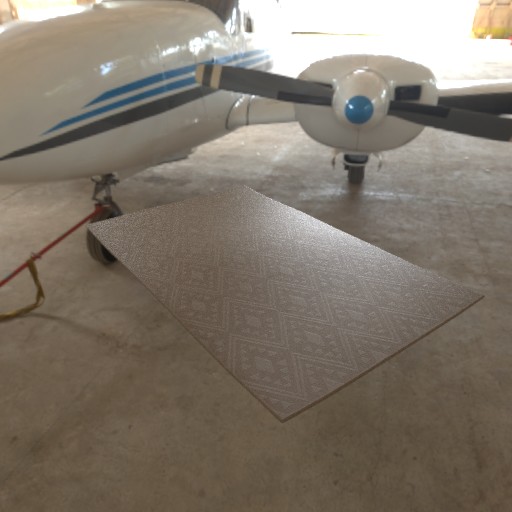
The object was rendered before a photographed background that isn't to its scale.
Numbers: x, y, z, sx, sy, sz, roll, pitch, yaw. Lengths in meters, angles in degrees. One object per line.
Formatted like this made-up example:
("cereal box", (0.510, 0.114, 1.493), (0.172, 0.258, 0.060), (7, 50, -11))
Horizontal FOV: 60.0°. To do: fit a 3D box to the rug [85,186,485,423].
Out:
("rug", (0.000, 0.000, 3.048), (1.553, 0.053, 2.430), (-20, 34, -32))
